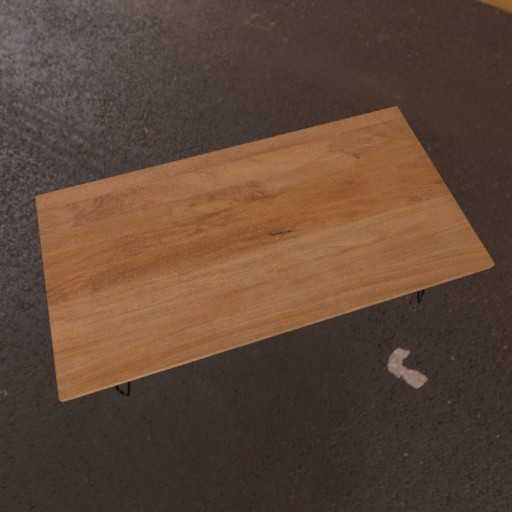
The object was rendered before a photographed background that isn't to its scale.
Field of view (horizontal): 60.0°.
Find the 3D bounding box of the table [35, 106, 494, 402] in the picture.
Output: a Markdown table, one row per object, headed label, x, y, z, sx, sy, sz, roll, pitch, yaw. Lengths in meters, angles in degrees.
| label | x | y | z | sx | sy | sz | roll | pitch | yaw |
| --- | --- | --- | --- | --- | --- | --- | --- | --- | --- |
| table | 0.000 | 0.000 | 1.622 | 1.348 | 0.400 | 0.699 | -16 | 65 | -8 |
